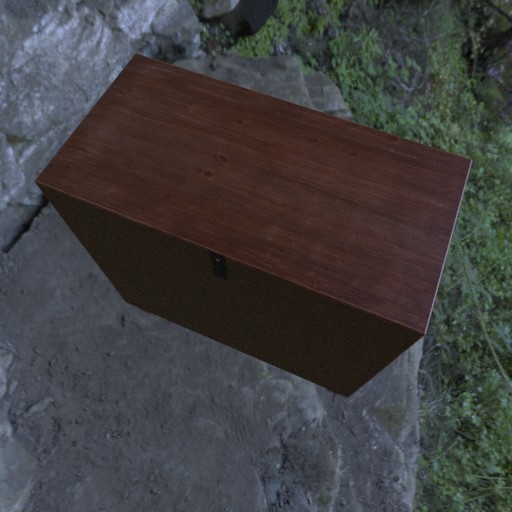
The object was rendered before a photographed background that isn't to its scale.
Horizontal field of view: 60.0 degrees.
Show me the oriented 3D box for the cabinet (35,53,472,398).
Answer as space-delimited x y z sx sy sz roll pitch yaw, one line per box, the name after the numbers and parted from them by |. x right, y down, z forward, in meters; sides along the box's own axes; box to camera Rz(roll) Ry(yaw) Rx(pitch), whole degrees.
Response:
0.000 0.000 1.249 0.796 0.785 0.412 21 66 10 | cabinet
